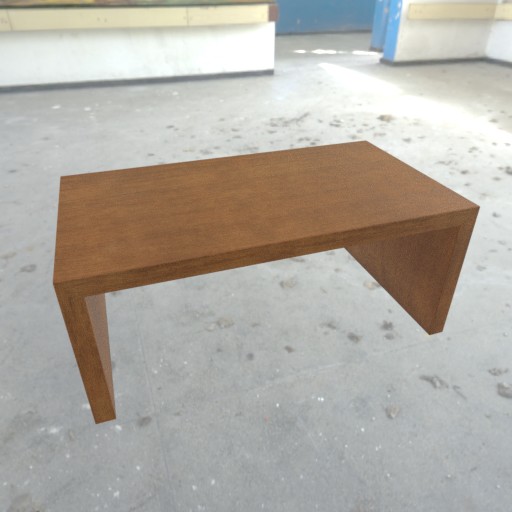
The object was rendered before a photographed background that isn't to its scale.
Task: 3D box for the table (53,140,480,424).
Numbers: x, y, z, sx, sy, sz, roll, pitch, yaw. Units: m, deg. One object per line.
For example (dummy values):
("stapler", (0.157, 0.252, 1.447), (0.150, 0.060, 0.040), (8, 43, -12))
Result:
("table", (0.000, 0.000, 1.303), (1.000, 0.419, 0.549), (-10, 34, -16))
